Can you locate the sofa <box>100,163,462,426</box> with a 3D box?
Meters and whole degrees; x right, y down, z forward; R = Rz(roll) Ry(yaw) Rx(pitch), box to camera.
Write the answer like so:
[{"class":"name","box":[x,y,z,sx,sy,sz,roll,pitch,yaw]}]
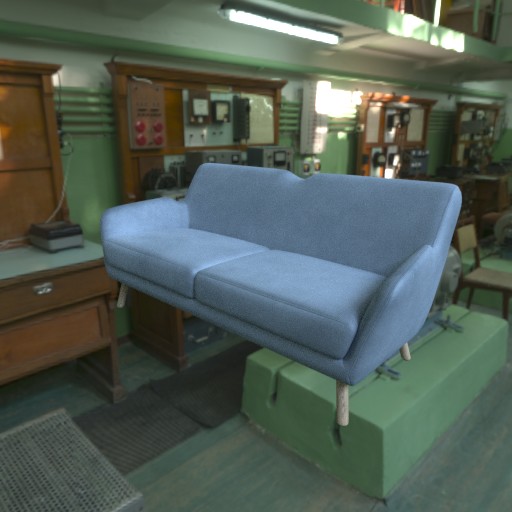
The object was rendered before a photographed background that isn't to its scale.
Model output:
[{"class":"sofa","box":[0.000,0.000,2.273,1.870,0.810,0.850,15,22,42]}]
